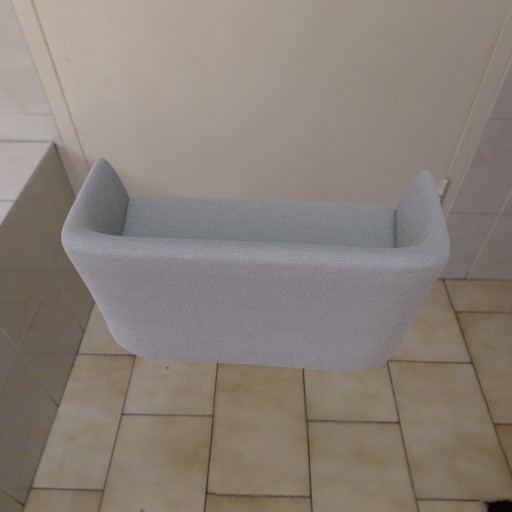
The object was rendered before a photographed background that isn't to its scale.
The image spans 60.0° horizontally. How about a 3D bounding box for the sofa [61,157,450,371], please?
[{"bbox_3d":[0.000,0.000,1.842,1.452,0.721,0.705,3,47,3],"label":"sofa"}]
